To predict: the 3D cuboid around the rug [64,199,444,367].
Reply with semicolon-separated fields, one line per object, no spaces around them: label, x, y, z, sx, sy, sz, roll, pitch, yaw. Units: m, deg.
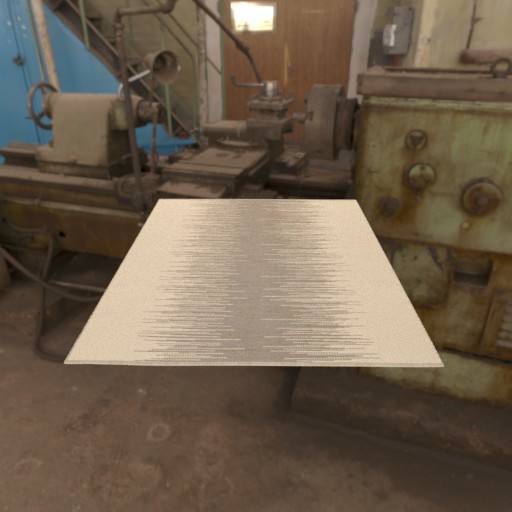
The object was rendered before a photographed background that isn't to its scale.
rug;0.000;0.000;4.183;2.453;0.010;3.037;0;28;1
